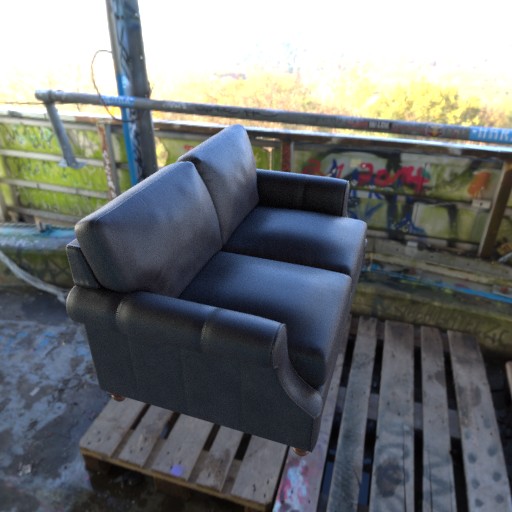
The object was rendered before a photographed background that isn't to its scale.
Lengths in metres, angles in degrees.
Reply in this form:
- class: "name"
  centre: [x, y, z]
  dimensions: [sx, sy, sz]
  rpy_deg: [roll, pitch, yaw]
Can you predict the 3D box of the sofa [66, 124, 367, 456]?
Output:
- class: "sofa"
  centre: [0.000, 0.000, 2.324]
  dimensions: [1.030, 0.979, 1.663]
  rpy_deg: [10, 32, 16]
